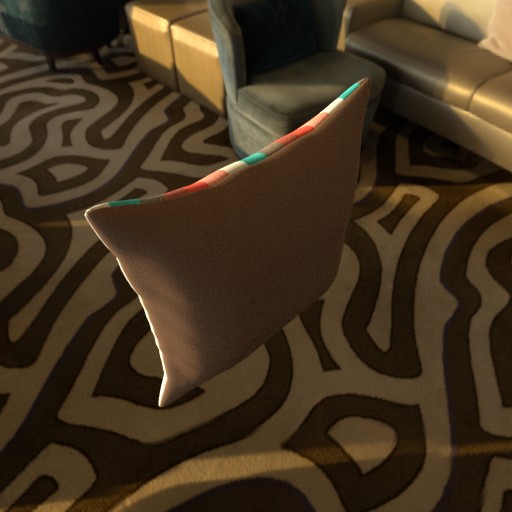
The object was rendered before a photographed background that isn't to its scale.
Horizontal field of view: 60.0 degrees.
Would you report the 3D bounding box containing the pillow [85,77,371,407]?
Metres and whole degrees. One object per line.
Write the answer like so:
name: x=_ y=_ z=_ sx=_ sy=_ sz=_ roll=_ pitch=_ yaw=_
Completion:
pillow: x=0.000 y=0.000 z=0.703 sx=0.453 sy=0.443 sz=0.168 roll=-33 pitch=55 yaw=-27
